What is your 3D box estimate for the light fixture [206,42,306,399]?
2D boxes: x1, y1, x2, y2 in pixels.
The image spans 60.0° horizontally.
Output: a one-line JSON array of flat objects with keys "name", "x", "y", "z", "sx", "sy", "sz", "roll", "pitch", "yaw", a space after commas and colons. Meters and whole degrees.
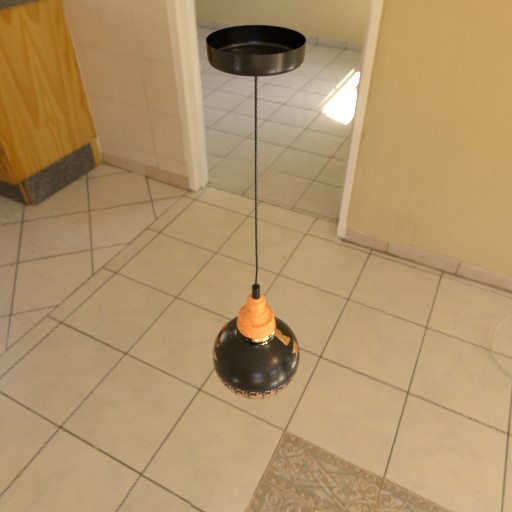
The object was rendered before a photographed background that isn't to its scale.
[{"name": "light fixture", "x": 0.000, "y": 0.000, "z": 1.756, "sx": 0.430, "sy": 1.606, "sz": 0.430, "roll": 12, "pitch": 43, "yaw": 13}]
